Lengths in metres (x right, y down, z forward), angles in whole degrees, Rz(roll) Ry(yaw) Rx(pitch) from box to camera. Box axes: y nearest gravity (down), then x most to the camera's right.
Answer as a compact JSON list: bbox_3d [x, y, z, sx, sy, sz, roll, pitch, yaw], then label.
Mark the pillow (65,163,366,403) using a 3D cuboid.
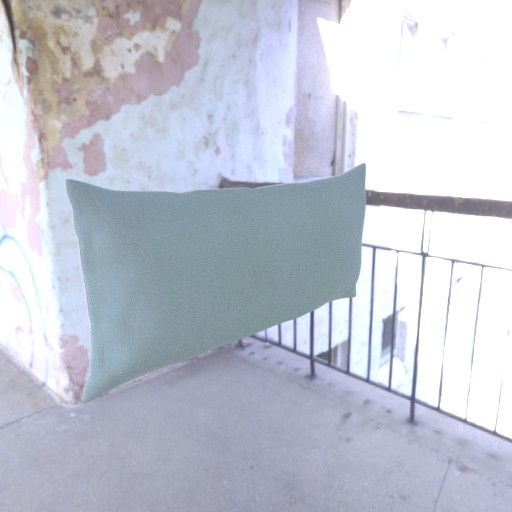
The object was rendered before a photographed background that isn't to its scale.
[{"bbox_3d":[0.000,0.000,0.731,0.610,0.287,0.151,-13,19,-43],"label":"pillow"}]
